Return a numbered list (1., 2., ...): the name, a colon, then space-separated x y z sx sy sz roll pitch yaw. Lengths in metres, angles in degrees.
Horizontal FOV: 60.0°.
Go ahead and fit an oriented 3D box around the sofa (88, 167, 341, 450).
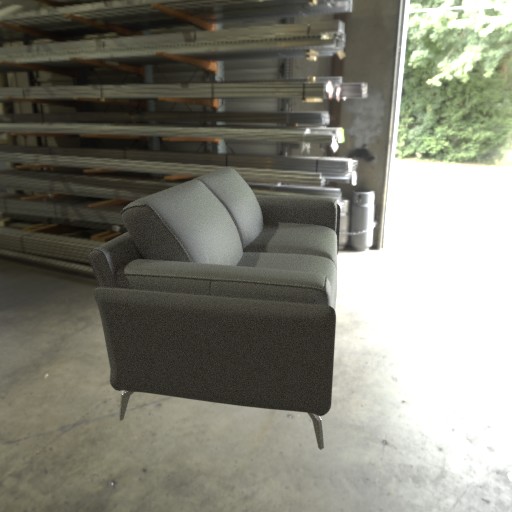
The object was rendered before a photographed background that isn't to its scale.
1. sofa: 0.000 0.000 2.629 0.969 0.900 2.100 3 17 10
